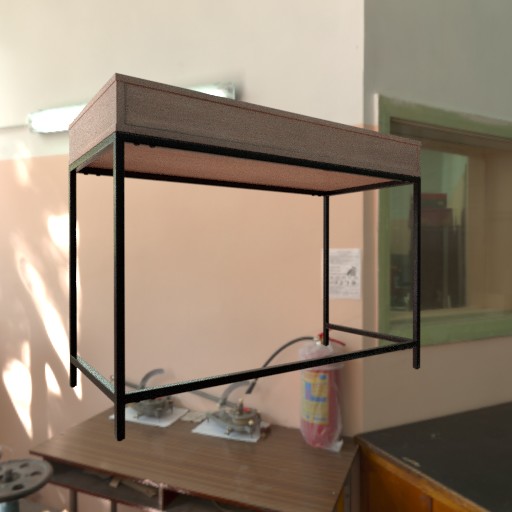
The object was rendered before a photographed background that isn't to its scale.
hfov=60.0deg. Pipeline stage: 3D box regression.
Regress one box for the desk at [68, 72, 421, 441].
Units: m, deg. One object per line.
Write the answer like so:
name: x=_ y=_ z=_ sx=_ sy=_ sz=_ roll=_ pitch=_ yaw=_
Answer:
desk: x=0.000 y=0.000 z=1.392 sx=1.016 sy=0.762 sz=0.470 roll=0 pitch=1 yaw=-34
